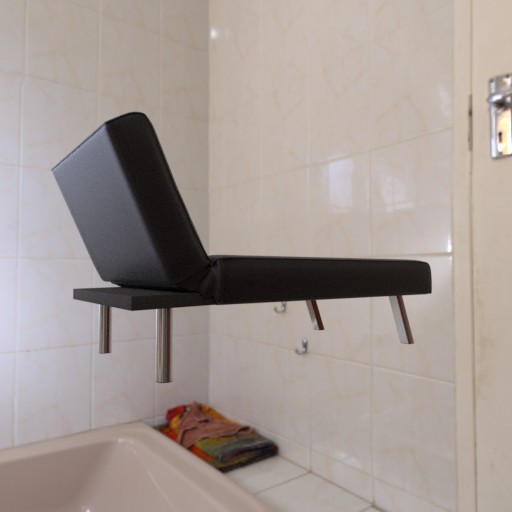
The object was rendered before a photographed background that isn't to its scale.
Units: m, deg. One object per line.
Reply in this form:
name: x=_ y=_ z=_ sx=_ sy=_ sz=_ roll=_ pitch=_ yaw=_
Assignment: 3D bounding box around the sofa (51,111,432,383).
sofa: x=0.000 y=0.000 z=1.976 sx=1.560 sy=0.820 sz=0.760 roll=1 pitch=-2 yaw=-36
